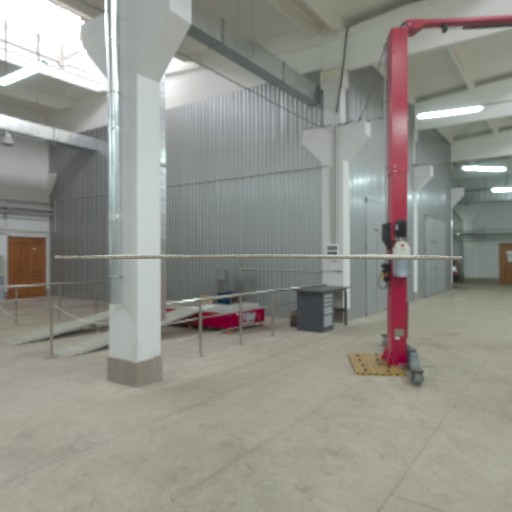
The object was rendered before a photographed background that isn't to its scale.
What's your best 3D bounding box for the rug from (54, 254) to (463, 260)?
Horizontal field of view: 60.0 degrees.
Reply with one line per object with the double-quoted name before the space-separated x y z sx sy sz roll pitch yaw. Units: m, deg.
"rug" 0.000 0.000 2.878 1.624 0.030 2.264 0 0 -1
